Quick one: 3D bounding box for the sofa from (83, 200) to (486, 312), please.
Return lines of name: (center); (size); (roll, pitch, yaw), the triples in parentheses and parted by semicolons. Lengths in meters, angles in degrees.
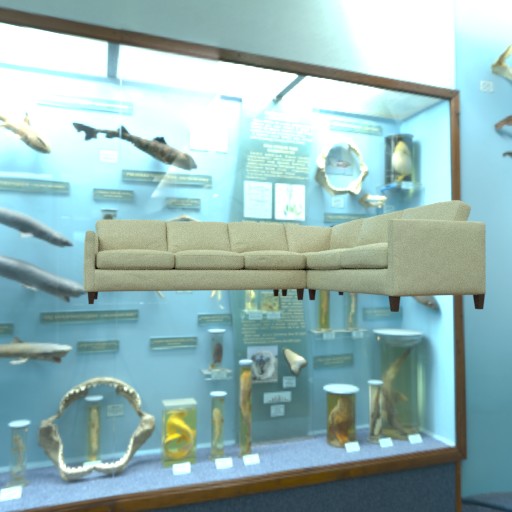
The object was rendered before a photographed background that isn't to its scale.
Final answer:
sofa: (0.000, 0.000, 4.436); (3.302, 0.947, 2.593); (1, -2, -17)
